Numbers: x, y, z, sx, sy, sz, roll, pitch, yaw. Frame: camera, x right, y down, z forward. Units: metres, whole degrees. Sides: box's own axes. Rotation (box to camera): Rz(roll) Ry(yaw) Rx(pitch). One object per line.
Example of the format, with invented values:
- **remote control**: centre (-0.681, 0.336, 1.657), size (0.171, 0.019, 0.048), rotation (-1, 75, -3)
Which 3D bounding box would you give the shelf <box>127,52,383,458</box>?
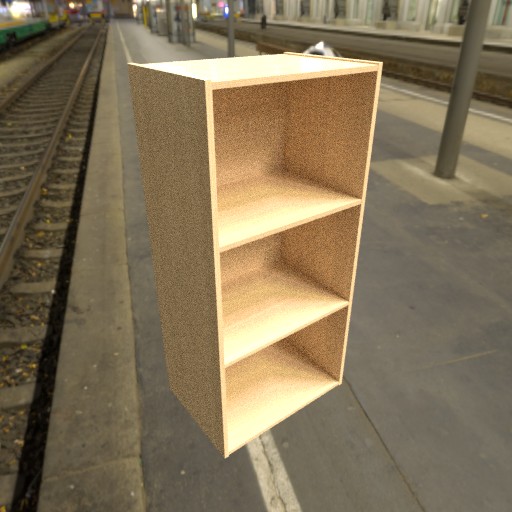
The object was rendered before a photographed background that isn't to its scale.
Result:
- **shelf**: centre (0.000, 0.000, 1.091), size (0.417, 0.876, 0.292), rotation (-20, 35, -32)
